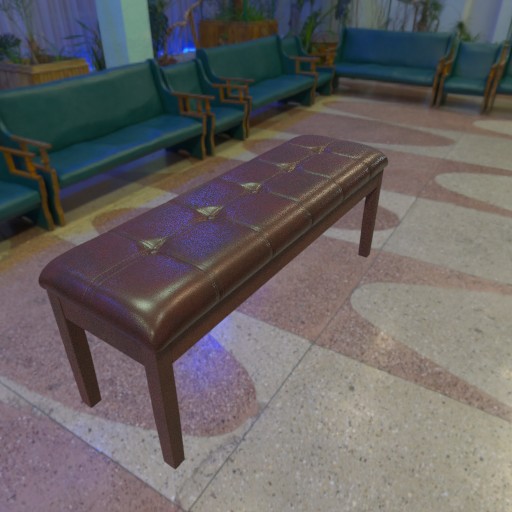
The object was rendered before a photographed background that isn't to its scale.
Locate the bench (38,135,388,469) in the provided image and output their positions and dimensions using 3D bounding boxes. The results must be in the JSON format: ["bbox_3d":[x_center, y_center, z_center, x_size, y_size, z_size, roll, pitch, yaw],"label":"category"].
[{"bbox_3d":[0.000,0.000,1.483,0.401,0.491,1.259,21,38,29],"label":"bench"}]
